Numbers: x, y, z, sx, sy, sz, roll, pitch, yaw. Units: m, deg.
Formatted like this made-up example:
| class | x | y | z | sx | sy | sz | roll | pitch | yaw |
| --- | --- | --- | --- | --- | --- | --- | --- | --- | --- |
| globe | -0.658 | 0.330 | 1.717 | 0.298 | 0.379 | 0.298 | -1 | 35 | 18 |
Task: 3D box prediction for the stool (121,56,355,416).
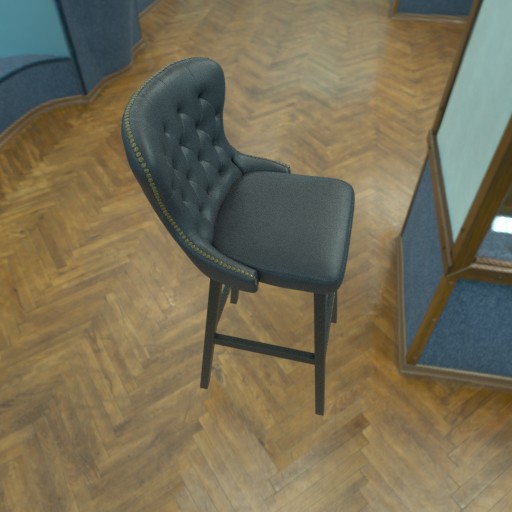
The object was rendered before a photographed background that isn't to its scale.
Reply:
| class | x | y | z | sx | sy | sz | roll | pitch | yaw |
| --- | --- | --- | --- | --- | --- | --- | --- | --- | --- |
| stool | 0.000 | 0.000 | 1.401 | 0.601 | 1.050 | 0.528 | 10 | 47 | 9 |
